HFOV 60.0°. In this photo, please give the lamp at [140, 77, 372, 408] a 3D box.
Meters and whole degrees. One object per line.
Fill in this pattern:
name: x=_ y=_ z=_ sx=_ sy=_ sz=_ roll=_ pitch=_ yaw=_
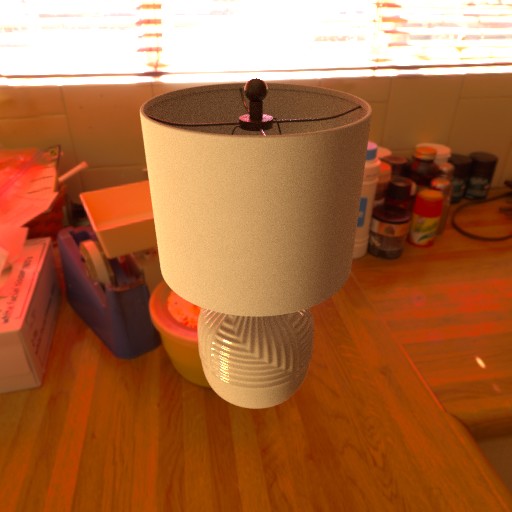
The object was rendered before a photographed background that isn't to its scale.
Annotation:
lamp: x=0.000 y=0.000 z=0.750 sx=0.318 sy=0.567 sz=0.318 roll=0 pitch=31 yaw=0
